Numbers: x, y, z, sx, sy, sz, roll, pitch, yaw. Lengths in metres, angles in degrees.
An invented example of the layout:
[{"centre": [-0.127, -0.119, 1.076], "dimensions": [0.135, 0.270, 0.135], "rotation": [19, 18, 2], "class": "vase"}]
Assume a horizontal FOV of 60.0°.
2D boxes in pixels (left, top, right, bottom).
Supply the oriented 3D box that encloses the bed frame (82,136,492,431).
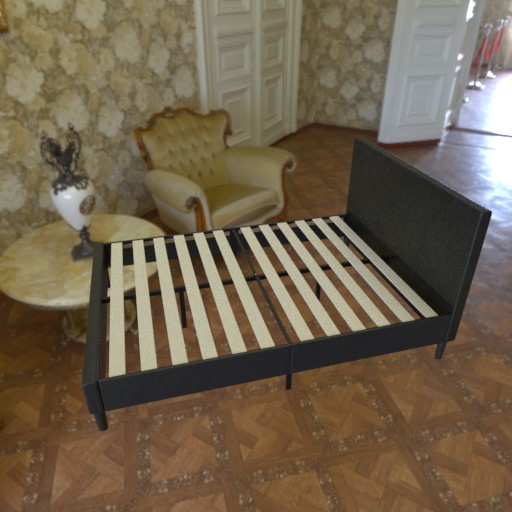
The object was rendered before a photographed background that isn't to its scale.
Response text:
[{"centre": [0.000, 0.000, 2.927], "dimensions": [2.152, 1.046, 1.469], "rotation": [-8, 31, -13], "class": "bed frame"}]
